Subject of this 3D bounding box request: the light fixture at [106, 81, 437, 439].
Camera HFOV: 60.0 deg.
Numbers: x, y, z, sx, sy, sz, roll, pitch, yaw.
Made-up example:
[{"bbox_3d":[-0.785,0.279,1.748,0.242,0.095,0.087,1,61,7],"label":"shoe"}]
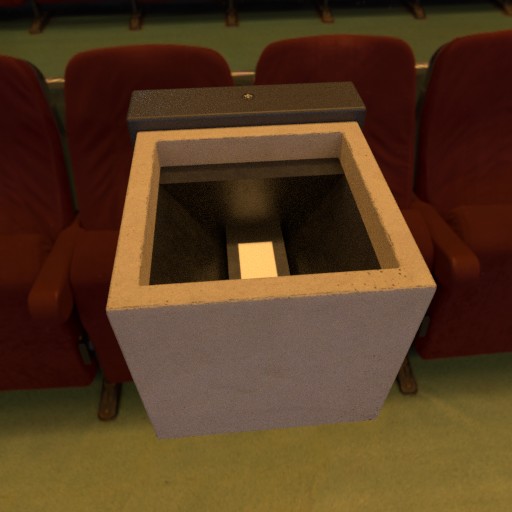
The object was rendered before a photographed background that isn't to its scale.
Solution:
[{"bbox_3d":[0.000,0.000,0.235,0.121,0.121,0.143,-4,46,-4],"label":"light fixture"}]
